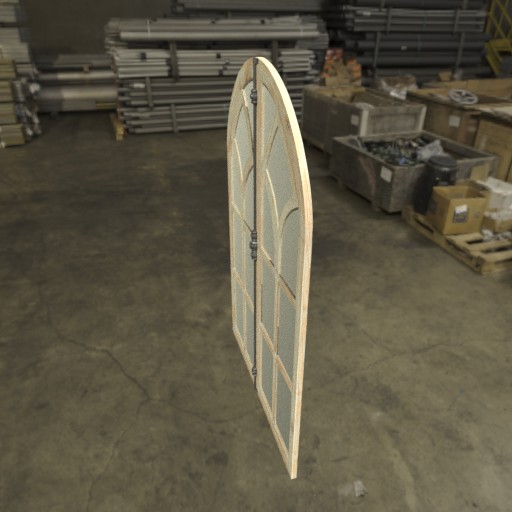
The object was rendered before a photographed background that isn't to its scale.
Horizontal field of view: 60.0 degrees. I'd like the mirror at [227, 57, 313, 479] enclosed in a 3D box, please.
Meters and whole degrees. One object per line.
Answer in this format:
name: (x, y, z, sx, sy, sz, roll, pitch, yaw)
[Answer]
mirror: (0.000, 0.000, 1.117, 0.032, 0.915, 0.609, -8, 29, -14)
